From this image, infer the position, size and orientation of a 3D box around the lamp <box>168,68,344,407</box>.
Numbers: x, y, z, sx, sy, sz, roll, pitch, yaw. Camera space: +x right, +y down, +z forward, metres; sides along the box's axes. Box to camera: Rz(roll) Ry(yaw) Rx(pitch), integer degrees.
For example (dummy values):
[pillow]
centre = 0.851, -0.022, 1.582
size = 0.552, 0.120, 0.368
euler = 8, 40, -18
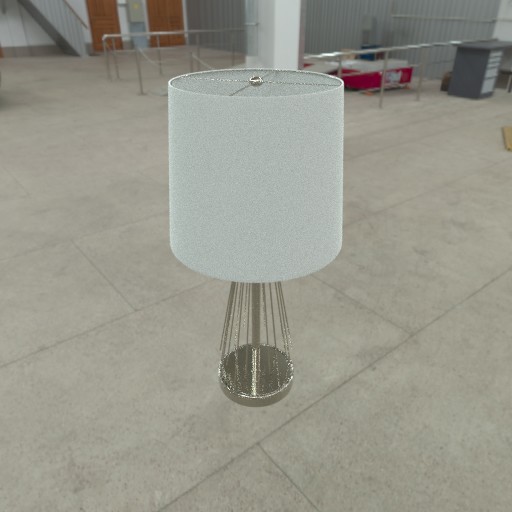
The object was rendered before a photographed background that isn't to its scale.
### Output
[lamp]
centre = 0.000, 0.000, 0.814
size = 0.303, 0.618, 0.303
euler = 0, 30, 0
